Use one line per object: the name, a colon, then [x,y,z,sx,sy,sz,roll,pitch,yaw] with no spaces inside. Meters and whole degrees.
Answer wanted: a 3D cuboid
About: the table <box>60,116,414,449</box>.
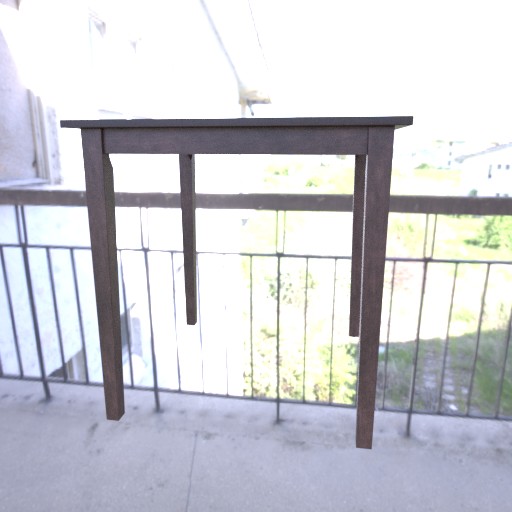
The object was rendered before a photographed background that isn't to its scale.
table: [0.000,0.000,1.366,0.749,0.770,0.749,2,14,10]
